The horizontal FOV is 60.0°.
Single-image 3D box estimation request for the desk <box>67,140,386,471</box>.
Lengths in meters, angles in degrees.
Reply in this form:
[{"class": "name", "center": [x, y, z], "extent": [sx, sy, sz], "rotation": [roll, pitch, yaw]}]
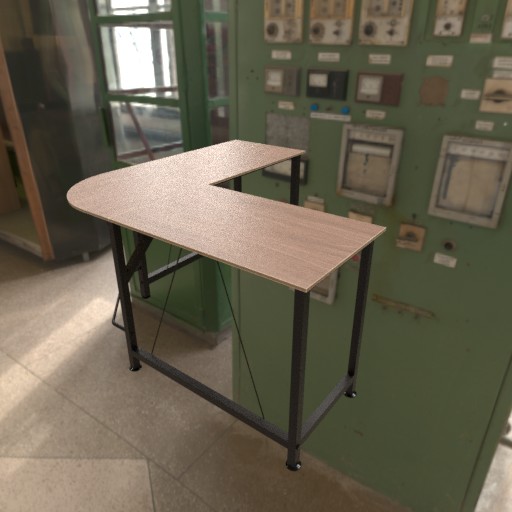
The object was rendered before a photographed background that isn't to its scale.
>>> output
[{"class": "desk", "center": [0.000, 0.000, 2.231], "extent": [1.400, 0.762, 1.400], "rotation": [18, 31, 33]}]
